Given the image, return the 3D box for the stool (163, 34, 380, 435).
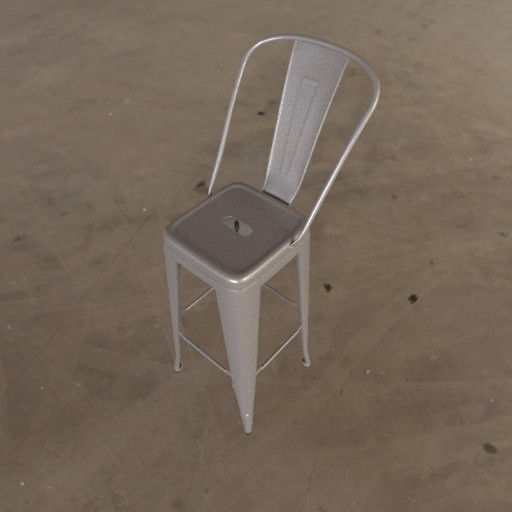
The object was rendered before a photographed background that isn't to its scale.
[{"bbox_3d":[0.000,0.000,1.323,0.399,1.096,0.513,32,54,27],"label":"stool"}]
